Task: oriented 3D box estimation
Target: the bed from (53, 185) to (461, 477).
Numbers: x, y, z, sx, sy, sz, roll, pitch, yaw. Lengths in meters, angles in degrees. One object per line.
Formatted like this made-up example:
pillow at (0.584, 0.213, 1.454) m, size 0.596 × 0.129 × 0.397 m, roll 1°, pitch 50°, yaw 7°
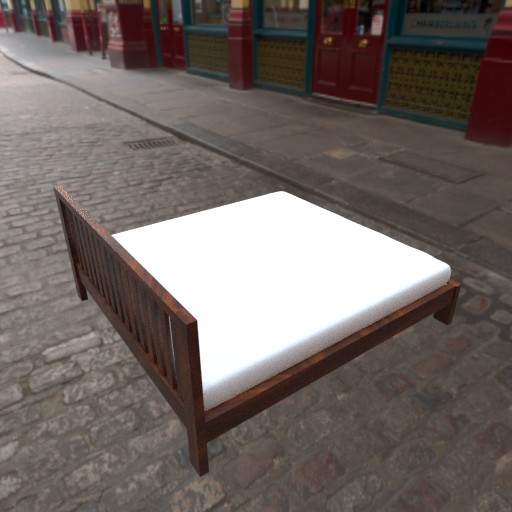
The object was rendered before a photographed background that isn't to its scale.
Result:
bed at (0.000, 0.000, 3.075) m, size 2.030 × 0.890 × 1.905 m, roll -19°, pitch 34°, yaw -31°
